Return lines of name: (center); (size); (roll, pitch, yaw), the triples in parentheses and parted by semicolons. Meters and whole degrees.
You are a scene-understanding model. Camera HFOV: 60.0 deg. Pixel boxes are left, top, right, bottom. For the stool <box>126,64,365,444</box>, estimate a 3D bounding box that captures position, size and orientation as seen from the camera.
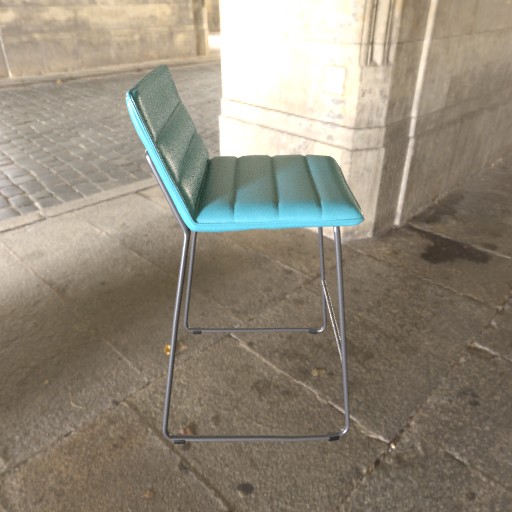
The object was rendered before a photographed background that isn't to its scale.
stool: (0.000, 0.000, 1.215); (0.524, 0.936, 0.489); (0, 31, -1)
